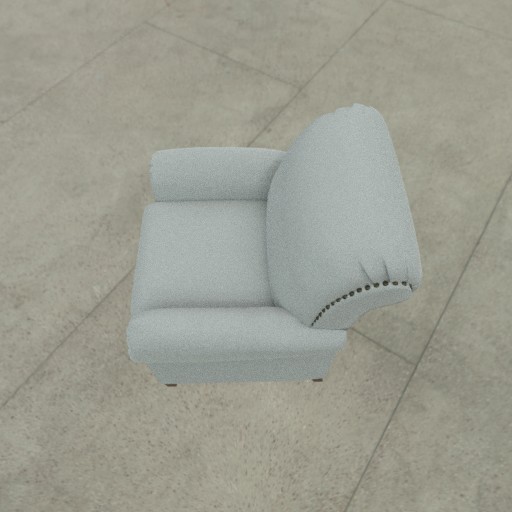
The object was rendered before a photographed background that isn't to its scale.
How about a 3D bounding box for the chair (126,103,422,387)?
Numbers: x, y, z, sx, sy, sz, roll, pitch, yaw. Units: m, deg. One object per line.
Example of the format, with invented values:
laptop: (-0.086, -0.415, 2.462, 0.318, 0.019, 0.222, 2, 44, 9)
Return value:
chair: (0.000, 0.000, 1.654, 0.890, 0.927, 0.854, -1, 59, -1)
